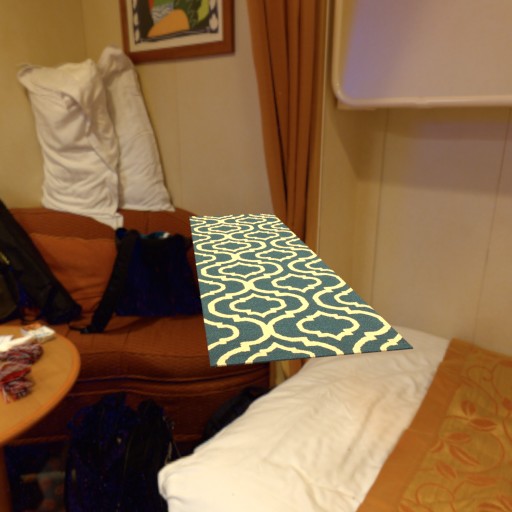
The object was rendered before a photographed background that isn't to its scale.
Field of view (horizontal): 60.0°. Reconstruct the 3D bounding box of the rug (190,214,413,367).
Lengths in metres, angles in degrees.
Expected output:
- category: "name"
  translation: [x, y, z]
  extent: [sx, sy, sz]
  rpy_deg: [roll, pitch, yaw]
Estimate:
- category: "rug"
  translation: [0.000, 0.000, 2.528]
  extent: [0.685, 0.006, 2.296]
  rpy_deg: [-3, 17, -9]
